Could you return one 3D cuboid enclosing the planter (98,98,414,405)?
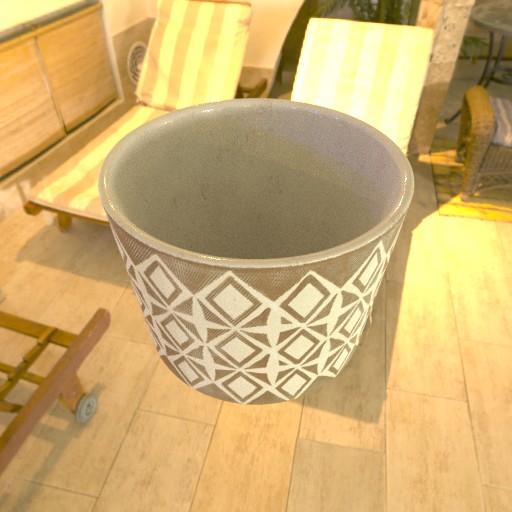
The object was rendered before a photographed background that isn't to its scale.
[{"bbox_3d":[0.000,0.000,0.450,0.260,0.220,0.260,0,42,0],"label":"planter"}]
